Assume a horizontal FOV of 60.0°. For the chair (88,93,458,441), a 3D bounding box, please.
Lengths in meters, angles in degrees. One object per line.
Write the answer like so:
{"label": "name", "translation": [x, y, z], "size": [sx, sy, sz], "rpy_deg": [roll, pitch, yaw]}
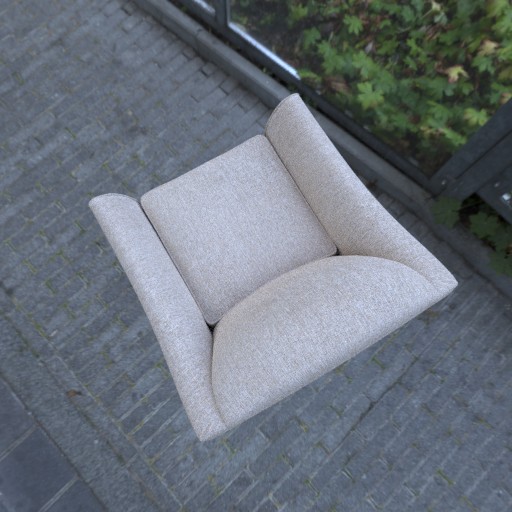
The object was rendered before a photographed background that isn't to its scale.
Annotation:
{"label": "chair", "translation": [0.000, 0.000, 1.446], "size": [0.763, 0.839, 0.787], "rpy_deg": [-30, 78, -7]}
